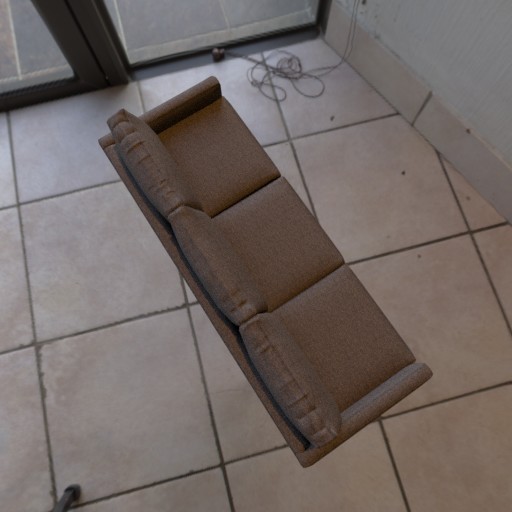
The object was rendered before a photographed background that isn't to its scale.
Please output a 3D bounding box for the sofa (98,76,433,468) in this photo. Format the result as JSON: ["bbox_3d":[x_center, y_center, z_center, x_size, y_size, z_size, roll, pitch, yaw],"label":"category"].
[{"bbox_3d":[0.000,0.000,2.709,0.876,0.882,2.253,-32,78,-8],"label":"sofa"}]
